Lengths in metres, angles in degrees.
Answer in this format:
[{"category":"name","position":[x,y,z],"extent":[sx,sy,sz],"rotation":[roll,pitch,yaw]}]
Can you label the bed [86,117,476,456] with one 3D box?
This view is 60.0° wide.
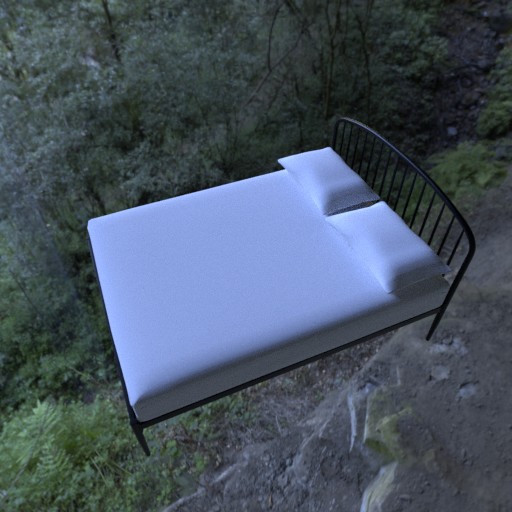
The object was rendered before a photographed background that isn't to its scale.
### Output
[{"category":"bed","position":[0.000,0.000,3.107],"extent":[2.159,1.166,1.618],"rotation":[-17,48,-16]}]
